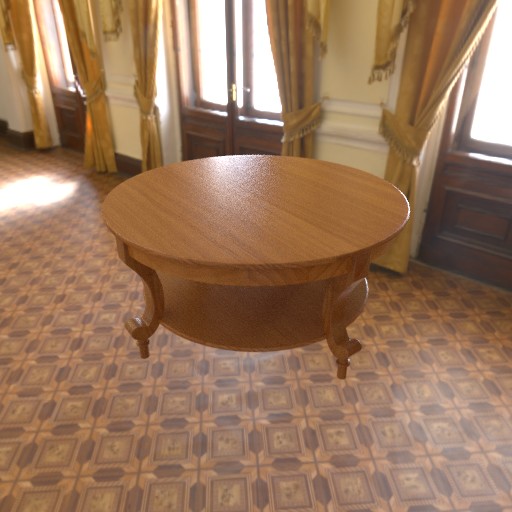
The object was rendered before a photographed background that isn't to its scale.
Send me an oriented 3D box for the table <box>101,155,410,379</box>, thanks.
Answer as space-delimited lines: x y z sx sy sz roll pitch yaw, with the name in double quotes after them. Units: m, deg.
0.000 0.000 1.652 1.029 0.490 1.029 0 28 0 "table"
